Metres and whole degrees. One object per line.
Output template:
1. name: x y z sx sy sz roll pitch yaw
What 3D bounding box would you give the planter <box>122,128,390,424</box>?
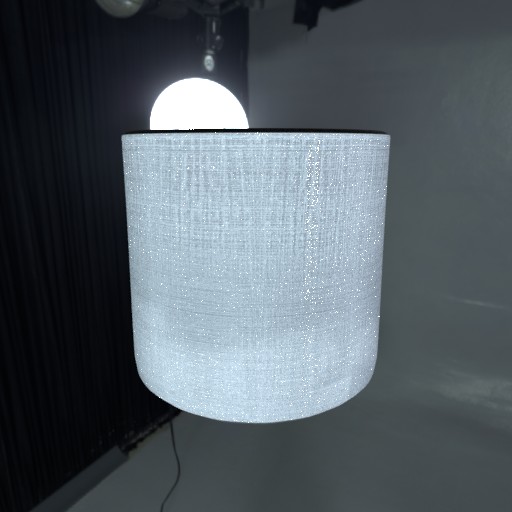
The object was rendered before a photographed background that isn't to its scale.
1. planter: 0.000 0.000 0.289 0.160 0.156 0.160 0 14 0
